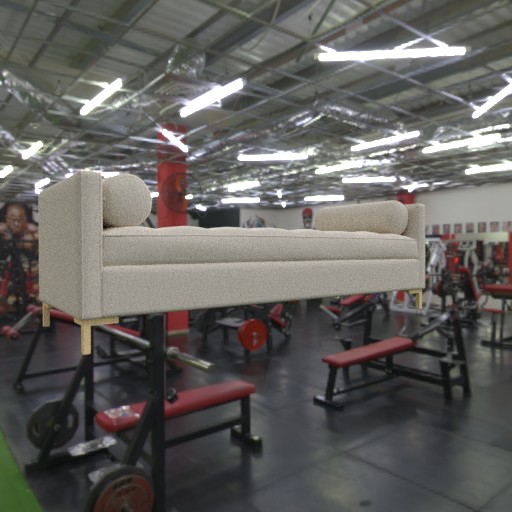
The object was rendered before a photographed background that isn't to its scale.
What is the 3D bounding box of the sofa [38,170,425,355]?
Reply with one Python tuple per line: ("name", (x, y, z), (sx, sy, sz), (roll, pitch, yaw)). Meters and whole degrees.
("sofa", (0.000, 0.000, 2.346), (1.985, 0.641, 0.746), (-1, 1, -36))
